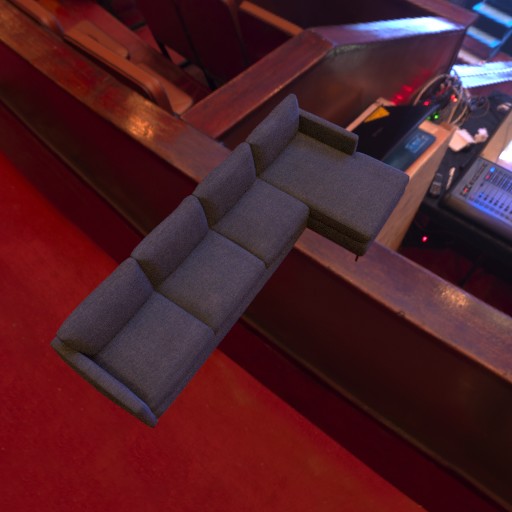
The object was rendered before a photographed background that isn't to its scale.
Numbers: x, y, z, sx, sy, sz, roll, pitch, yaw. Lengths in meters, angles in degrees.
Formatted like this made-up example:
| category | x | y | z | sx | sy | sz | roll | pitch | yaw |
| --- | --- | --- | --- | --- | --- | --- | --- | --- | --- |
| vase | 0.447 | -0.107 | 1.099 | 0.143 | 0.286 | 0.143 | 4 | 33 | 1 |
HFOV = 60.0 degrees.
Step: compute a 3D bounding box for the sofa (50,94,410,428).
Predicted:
| category | x | y | z | sx | sy | sz | roll | pitch | yaw |
| --- | --- | --- | --- | --- | --- | --- | --- | --- | --- |
| sofa | 0.000 | 0.000 | 3.501 | 1.350 | 0.810 | 2.932 | 31 | 64 | 17 |
